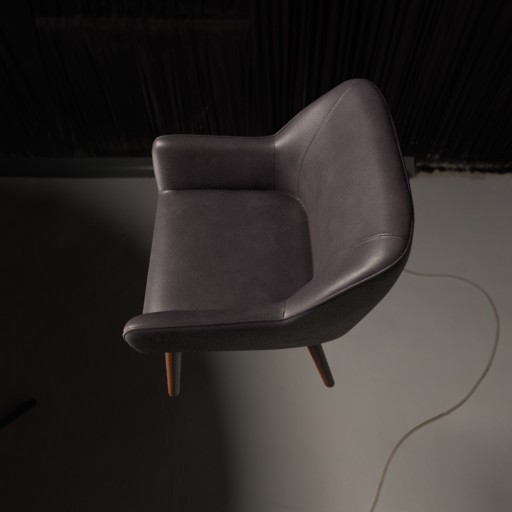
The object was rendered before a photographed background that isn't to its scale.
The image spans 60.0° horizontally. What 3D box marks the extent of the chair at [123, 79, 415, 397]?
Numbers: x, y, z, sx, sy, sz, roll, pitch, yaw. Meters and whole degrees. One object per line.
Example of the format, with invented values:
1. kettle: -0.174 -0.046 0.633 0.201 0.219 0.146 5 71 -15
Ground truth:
1. chair: 0.000 0.000 1.250 0.610 0.828 0.610 -1 57 0
